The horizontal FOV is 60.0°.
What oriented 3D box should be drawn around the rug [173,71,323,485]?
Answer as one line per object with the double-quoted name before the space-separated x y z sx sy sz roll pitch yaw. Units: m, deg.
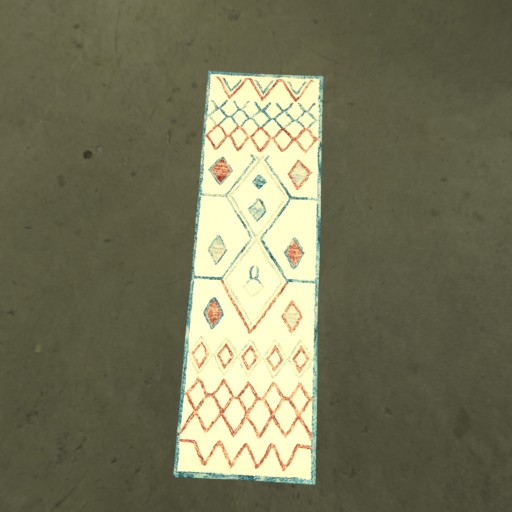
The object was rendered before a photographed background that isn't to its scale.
"rug" 0.000 0.000 2.609 0.750 0.011 2.435 3 77 1
